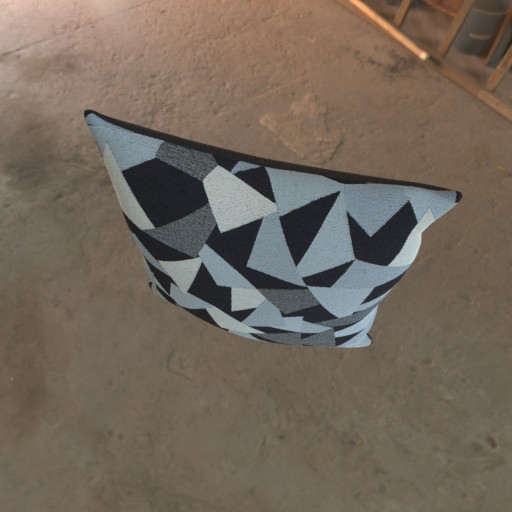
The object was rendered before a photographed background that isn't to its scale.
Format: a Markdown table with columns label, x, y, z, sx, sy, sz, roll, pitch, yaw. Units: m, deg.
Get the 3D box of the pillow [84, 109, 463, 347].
| label | x | y | z | sx | sy | sz | roll | pitch | yaw |
| --- | --- | --- | --- | --- | --- | --- | --- | --- | --- |
| pillow | 0.000 | 0.000 | 0.753 | 0.503 | 0.496 | 0.208 | 14 | 60 | 8 |
